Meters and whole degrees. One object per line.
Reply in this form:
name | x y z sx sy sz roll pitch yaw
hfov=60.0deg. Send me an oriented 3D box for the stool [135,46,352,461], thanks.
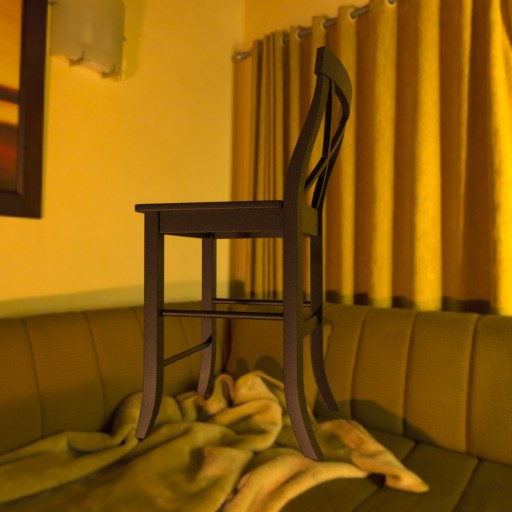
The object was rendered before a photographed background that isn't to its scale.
stool | 0.000 0.000 1.322 0.559 0.989 0.452 0 0 18
